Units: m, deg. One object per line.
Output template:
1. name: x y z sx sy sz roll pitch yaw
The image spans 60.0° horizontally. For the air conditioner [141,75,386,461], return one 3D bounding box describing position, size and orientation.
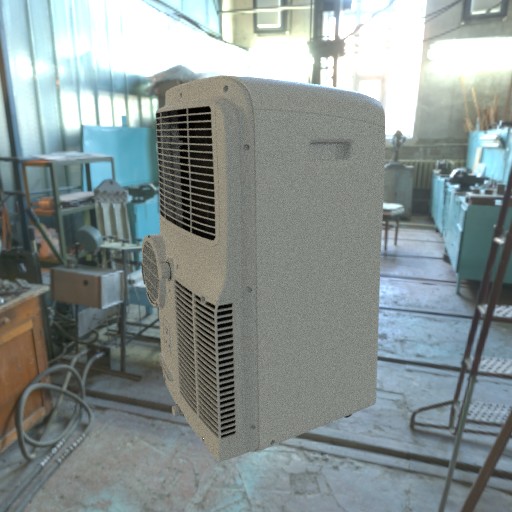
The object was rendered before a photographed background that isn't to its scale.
1. air conditioner: 0.000 0.000 1.068 0.467 0.765 0.478 -8 17 -27
